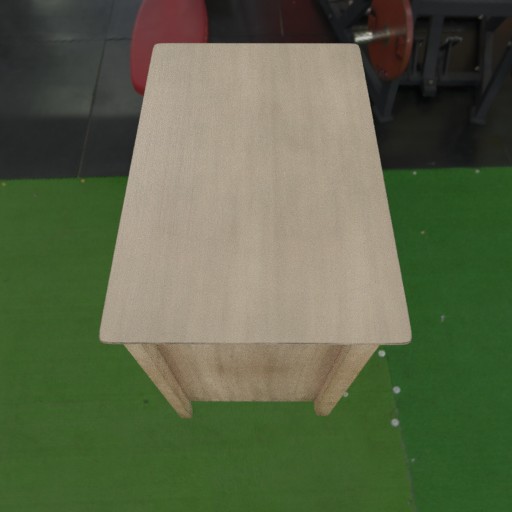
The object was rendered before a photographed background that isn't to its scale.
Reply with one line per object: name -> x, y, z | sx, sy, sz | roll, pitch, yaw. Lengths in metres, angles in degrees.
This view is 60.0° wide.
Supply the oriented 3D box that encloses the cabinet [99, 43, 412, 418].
cabinet -> 0.000, 0.000, 1.222 | 0.503, 0.762, 0.763 | 0, 60, 0
